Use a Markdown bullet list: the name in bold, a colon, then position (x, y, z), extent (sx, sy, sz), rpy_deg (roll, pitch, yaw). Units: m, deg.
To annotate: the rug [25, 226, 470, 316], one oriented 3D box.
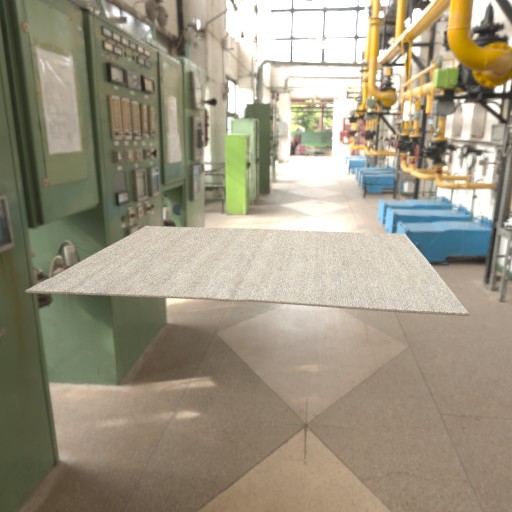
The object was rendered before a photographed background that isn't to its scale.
- **rug**: position (0.000, 0.000, 4.842), extent (3.626, 0.051, 2.757), rpy_deg (2, 16, 8)
